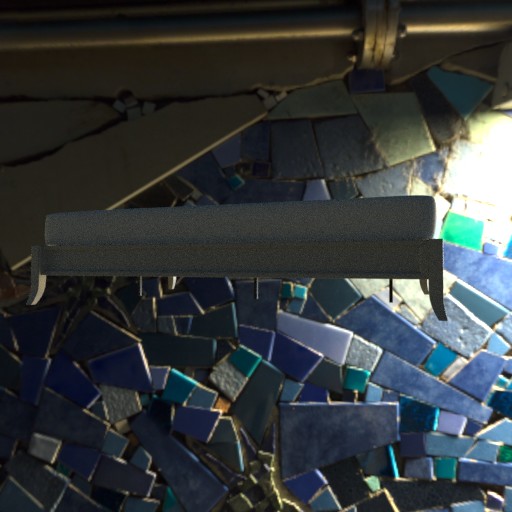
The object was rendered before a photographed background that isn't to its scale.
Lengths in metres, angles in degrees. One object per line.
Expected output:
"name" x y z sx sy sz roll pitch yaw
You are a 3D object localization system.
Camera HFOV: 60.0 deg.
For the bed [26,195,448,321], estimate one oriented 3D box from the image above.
"bed" 0.000 0.000 2.638 1.985 0.510 1.460 0 -1 19
